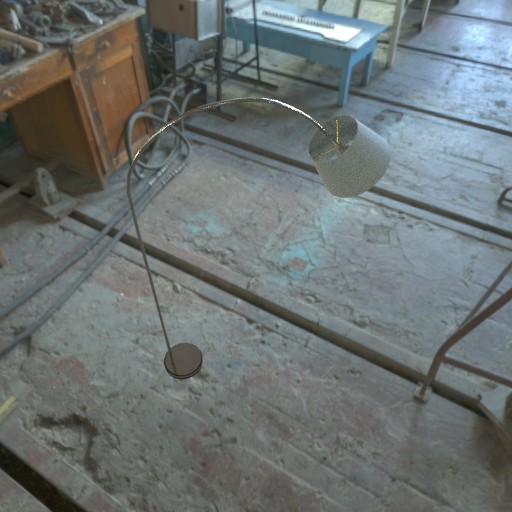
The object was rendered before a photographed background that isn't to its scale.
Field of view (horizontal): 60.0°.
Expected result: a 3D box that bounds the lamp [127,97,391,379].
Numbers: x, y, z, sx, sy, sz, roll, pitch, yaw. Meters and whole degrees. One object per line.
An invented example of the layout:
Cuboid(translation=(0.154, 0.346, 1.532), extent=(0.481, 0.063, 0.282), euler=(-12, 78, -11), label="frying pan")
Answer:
Cuboid(translation=(0.000, 0.000, 2.757), extent=(1.445, 2.098, 0.406), euler=(-11, 48, -10), label="lamp")
